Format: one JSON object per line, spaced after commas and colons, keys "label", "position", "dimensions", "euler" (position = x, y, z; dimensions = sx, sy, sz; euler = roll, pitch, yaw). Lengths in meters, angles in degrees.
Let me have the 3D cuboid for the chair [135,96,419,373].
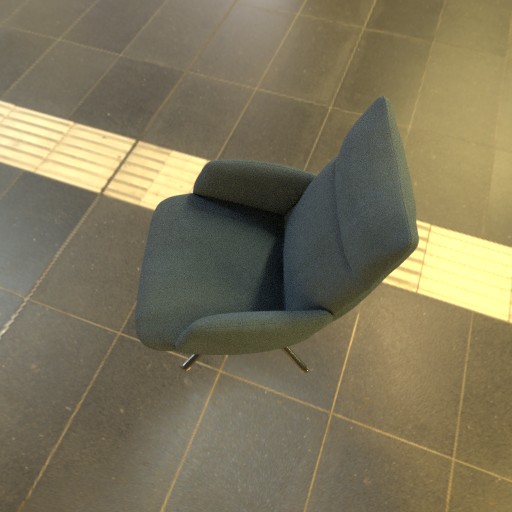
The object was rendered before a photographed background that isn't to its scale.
{"label": "chair", "position": [0.000, 0.000, 1.620], "dimensions": [0.889, 1.016, 0.711], "euler": [1, 59, 0]}
